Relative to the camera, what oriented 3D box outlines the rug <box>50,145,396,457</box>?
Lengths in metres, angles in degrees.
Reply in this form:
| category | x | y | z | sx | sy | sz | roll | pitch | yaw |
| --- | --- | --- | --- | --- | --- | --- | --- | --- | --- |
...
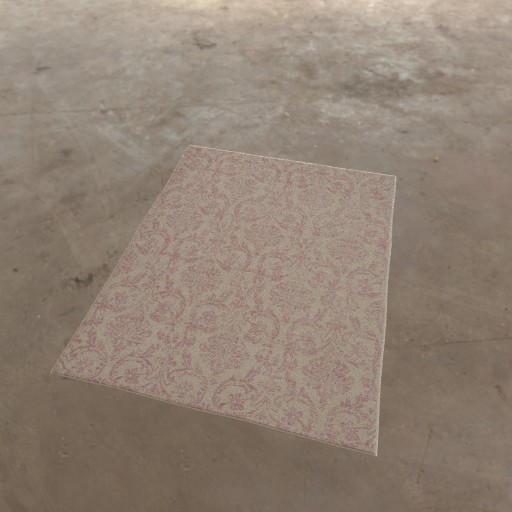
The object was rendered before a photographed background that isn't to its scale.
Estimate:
| category | x | y | z | sx | sy | sz | roll | pitch | yaw |
| --- | --- | --- | --- | --- | --- | --- | --- | --- | --- |
| rug | 0.000 | 0.000 | 4.010 | 2.363 | 0.012 | 2.980 | 11 | 49 | 9 |
